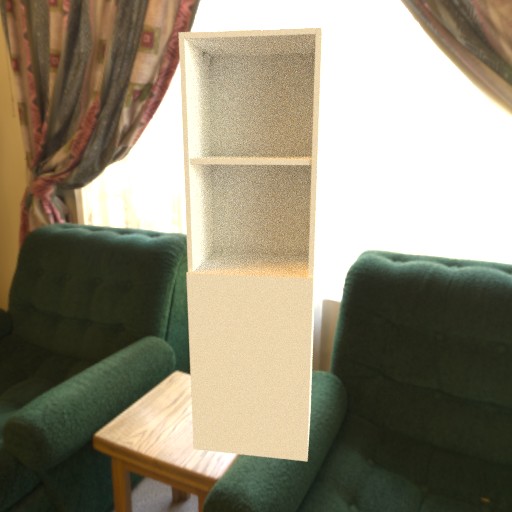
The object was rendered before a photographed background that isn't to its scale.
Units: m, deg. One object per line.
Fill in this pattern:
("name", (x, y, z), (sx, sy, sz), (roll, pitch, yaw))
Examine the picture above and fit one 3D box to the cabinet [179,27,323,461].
("cabinet", (0.000, 0.000, 1.511), (0.400, 1.350, 0.300), (2, 15, 9))
